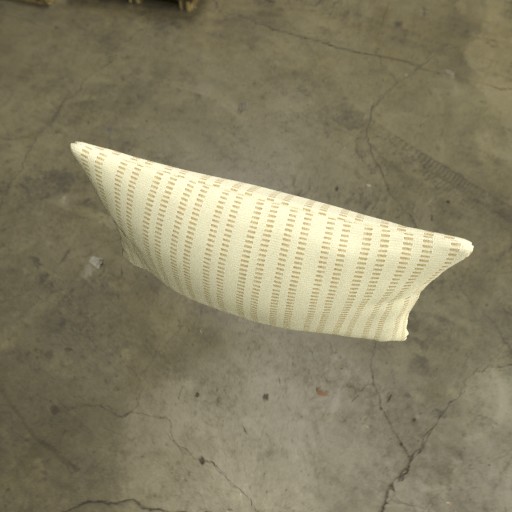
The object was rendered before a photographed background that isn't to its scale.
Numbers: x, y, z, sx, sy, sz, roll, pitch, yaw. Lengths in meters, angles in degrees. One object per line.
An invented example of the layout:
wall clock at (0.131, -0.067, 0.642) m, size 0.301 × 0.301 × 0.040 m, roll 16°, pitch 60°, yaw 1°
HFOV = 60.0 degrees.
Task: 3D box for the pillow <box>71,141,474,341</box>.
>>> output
pillow at (0.000, 0.000, 0.803) m, size 0.640 × 0.353 × 0.210 m, roll 16°, pitch 60°, yaw 9°
